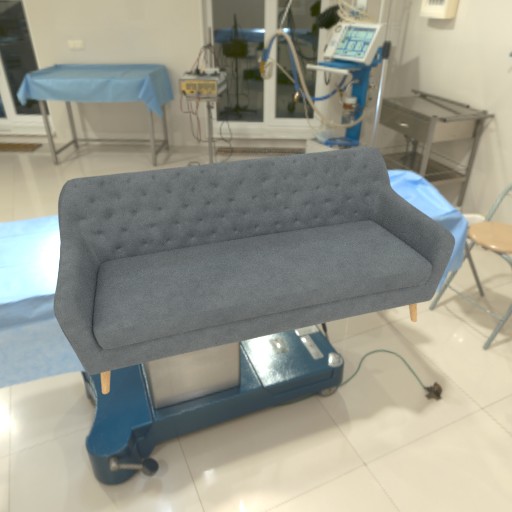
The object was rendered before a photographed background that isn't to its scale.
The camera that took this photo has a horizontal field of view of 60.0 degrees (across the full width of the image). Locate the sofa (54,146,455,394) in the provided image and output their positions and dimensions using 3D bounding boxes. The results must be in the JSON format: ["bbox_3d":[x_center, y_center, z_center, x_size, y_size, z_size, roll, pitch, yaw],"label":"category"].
[{"bbox_3d":[0.000,0.000,2.422,1.975,0.832,0.841,-10,33,-15],"label":"sofa"}]
